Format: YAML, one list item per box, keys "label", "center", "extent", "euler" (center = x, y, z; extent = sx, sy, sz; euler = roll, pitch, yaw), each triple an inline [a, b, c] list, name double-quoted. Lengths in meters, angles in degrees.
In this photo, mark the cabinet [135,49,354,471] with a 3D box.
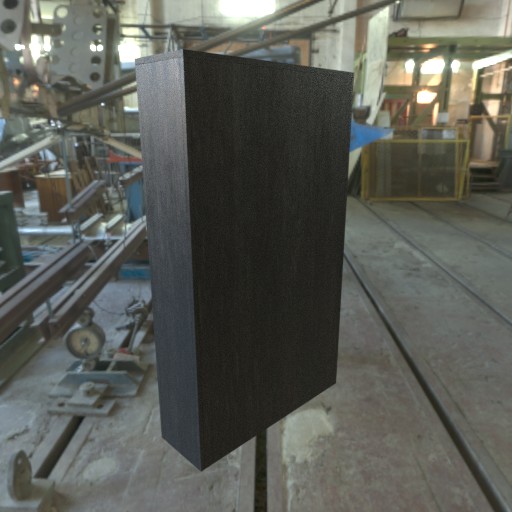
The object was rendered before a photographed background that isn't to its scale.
- label: "cabinet"
  center: [0.000, 0.000, 1.618]
  extent: [0.750, 1.280, 0.250]
  euler: [-16, 23, -42]
